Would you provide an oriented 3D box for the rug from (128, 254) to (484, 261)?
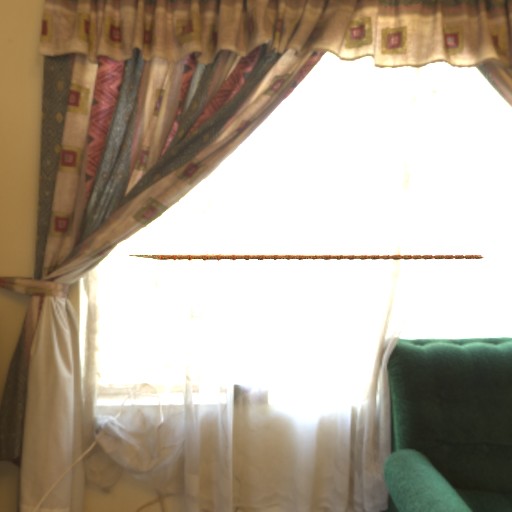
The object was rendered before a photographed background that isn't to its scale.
[{"bbox_3d":[0.000,0.000,2.319,1.220,0.019,1.838,0,0,-19],"label":"rug"}]
